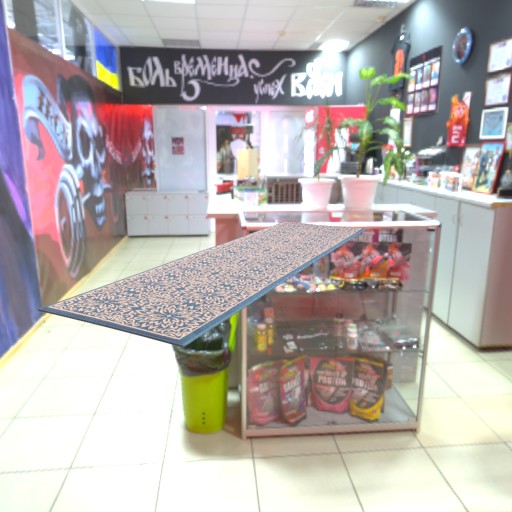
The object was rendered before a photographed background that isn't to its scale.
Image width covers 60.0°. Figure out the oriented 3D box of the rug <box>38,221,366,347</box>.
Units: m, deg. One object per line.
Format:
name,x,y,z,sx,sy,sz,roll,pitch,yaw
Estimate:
rug,0.000,0.000,2.421,0.662,0.011,2.196,7,16,27
